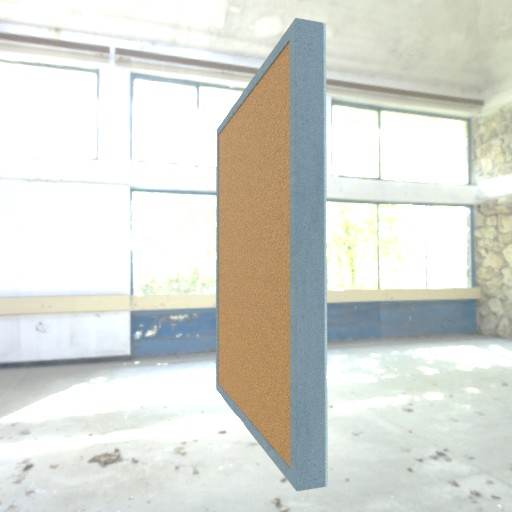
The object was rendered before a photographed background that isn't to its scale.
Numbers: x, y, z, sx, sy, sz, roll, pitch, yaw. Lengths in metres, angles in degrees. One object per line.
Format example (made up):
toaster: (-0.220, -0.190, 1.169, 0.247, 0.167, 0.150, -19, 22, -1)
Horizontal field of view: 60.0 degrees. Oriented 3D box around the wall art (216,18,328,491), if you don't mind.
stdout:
wall art: (0.000, 0.000, 0.676, 0.037, 0.509, 0.409, 0, -1, -17)
